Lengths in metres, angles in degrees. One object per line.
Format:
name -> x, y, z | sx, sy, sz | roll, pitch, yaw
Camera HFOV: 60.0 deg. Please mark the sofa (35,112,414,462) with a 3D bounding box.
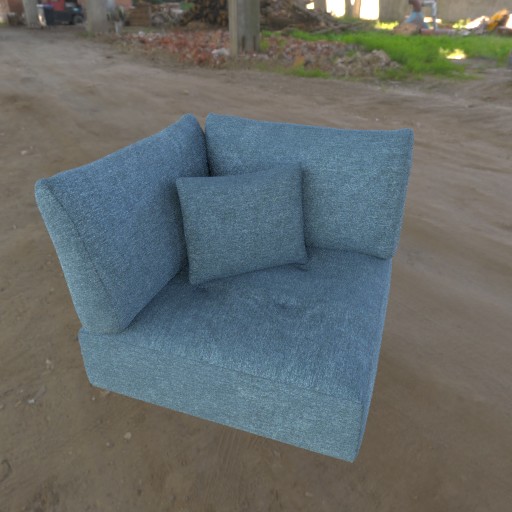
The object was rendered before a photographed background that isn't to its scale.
sofa -> 0.000, 0.000, 1.670 | 1.000, 0.820, 1.000 | 10, 31, 17
